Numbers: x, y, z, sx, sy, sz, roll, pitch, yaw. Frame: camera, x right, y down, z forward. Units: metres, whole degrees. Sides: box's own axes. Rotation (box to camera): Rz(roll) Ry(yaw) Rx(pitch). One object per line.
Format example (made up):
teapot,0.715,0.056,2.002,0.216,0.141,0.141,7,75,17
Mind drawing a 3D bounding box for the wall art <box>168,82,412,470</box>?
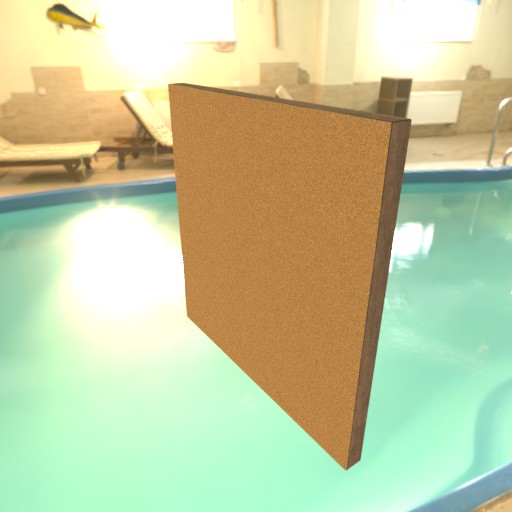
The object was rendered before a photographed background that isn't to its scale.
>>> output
wall art,0.000,0.000,1.102,0.050,0.751,0.749,-18,31,-32
